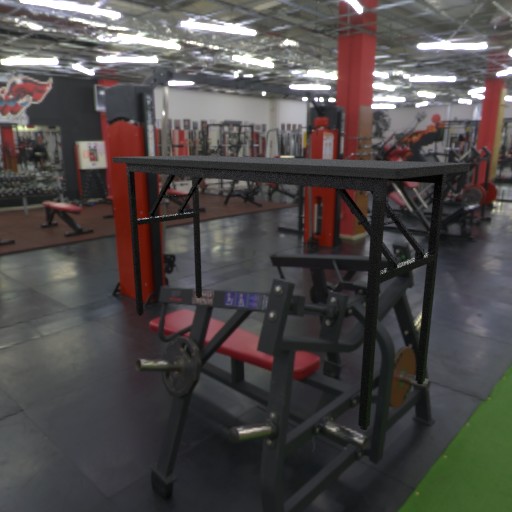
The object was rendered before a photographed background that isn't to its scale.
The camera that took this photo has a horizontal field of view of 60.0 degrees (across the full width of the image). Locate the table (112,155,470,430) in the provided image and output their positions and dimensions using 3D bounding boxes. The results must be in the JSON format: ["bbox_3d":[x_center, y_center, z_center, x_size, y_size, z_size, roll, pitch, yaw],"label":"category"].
[{"bbox_3d":[0.000,0.000,1.763,0.449,0.750,1.399,-14,19,-43],"label":"table"}]
